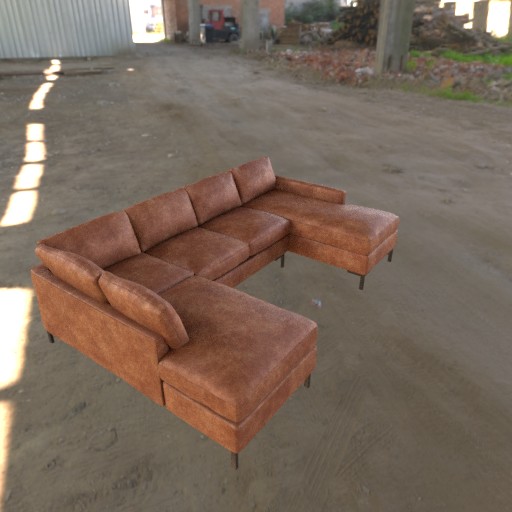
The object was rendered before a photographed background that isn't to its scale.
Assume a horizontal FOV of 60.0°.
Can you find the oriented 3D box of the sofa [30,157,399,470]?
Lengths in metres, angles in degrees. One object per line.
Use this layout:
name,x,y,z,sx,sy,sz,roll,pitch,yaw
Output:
sofa,0.000,0.000,3.790,1.939,0.900,2.956,19,33,32
